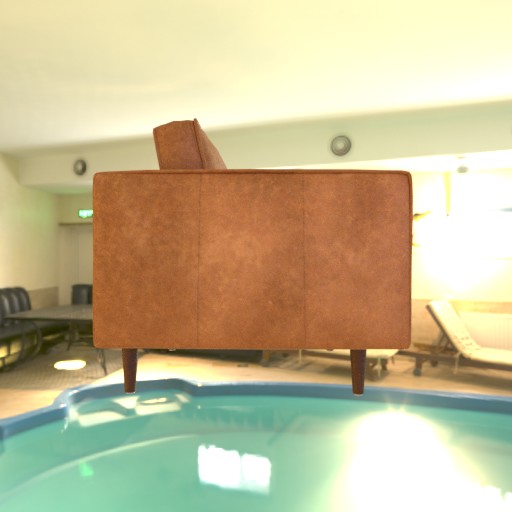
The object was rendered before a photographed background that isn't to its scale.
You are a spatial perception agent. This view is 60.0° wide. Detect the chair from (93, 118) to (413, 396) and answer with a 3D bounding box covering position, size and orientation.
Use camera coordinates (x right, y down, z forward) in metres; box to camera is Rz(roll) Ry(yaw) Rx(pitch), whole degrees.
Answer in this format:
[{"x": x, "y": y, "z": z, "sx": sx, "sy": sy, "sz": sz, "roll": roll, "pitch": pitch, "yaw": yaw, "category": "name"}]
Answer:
[{"x": 0.000, "y": 0.000, "z": 1.515, "sx": 0.798, "sy": 0.767, "sz": 0.928, "roll": 0, "pitch": 0, "yaw": 1, "category": "chair"}]
